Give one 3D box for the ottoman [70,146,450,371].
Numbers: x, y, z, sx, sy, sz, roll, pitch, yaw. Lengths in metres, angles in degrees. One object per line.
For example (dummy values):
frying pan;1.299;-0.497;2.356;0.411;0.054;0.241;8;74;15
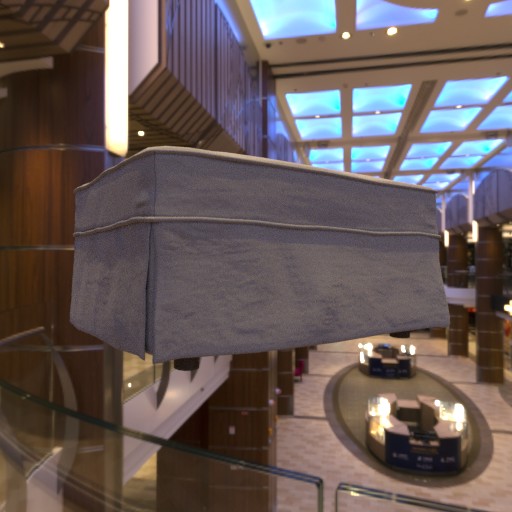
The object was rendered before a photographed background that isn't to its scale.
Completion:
ottoman;0.000;0.000;1.319;0.944;0.479;0.703;1;-1;-34
